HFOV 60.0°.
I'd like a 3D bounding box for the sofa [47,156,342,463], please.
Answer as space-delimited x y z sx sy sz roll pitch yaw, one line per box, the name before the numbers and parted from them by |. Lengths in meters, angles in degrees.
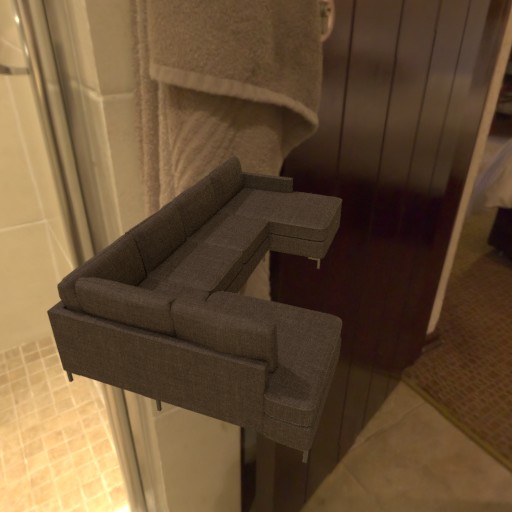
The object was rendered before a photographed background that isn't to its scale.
sofa | 0.000 0.000 4.419 2.048 0.999 3.423 11 32 18
